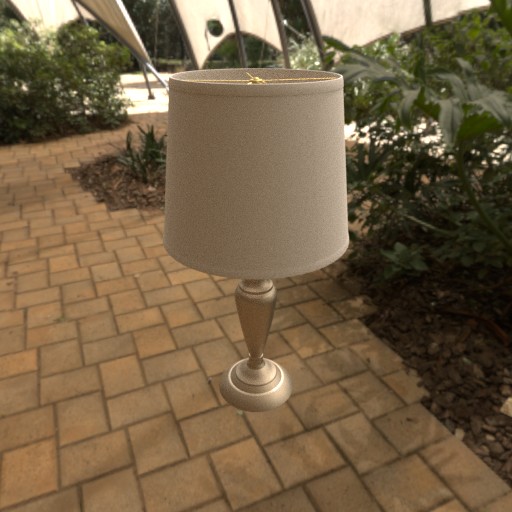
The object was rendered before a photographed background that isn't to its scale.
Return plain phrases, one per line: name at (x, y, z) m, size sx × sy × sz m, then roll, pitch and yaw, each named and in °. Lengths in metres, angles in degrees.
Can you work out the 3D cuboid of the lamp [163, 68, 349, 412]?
lamp at (0.000, 0.000, 0.816) m, size 0.328 × 0.619 × 0.328 m, roll 0°, pitch 27°, yaw 0°
